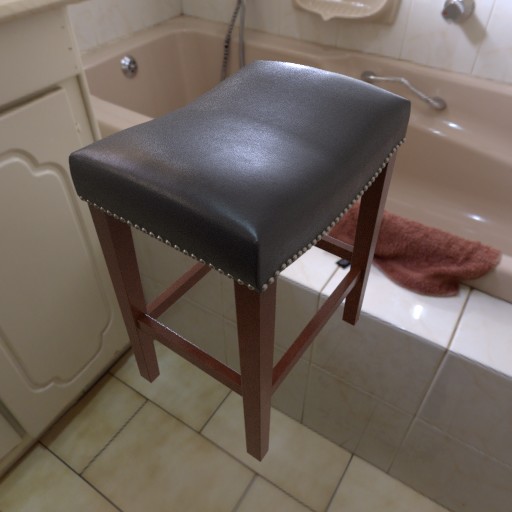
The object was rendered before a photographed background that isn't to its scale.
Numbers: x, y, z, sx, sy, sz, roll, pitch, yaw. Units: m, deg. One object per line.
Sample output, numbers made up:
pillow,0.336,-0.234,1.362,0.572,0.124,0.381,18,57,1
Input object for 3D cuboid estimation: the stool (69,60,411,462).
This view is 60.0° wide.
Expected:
stool,0.000,0.000,0.947,0.372,0.654,0.504,26,49,25
